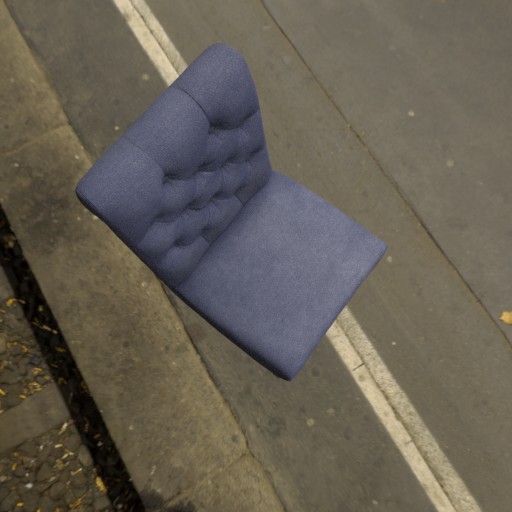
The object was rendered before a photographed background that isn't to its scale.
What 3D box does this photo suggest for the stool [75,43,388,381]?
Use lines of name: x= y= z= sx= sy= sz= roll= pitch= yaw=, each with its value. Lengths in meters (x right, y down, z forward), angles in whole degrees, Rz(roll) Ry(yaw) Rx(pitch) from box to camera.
stool: x=0.000 y=0.000 z=1.342 sx=0.601 sy=1.010 sz=0.493 roll=37 pitch=77 yaw=10
